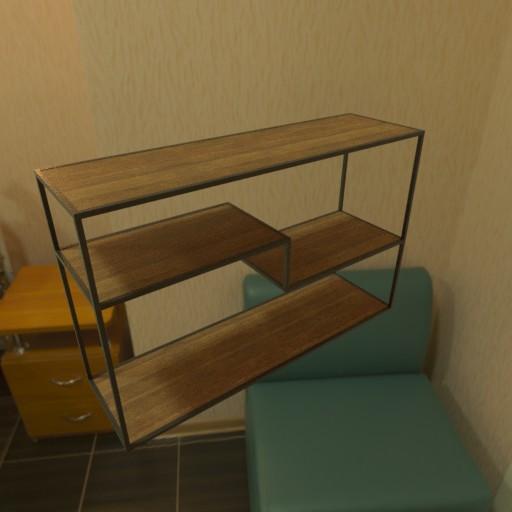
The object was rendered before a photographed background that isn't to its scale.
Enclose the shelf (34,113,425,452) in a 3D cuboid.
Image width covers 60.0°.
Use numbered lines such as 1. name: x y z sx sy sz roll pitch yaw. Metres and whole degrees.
1. shelf: 0.000 0.000 1.547 1.201 0.765 0.361 -20 35 -31
